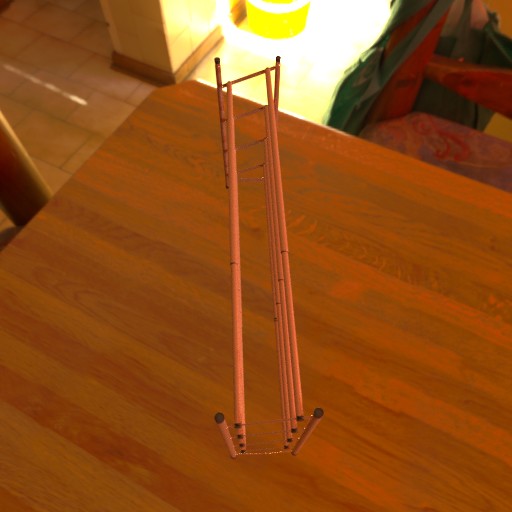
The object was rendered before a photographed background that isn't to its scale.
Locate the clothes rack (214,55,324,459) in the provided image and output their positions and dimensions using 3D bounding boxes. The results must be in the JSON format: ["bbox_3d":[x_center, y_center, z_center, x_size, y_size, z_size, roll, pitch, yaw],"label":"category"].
[{"bbox_3d":[0.000,0.000,1.485,0.229,0.672,1.168,-2,60,-1],"label":"clothes rack"}]
